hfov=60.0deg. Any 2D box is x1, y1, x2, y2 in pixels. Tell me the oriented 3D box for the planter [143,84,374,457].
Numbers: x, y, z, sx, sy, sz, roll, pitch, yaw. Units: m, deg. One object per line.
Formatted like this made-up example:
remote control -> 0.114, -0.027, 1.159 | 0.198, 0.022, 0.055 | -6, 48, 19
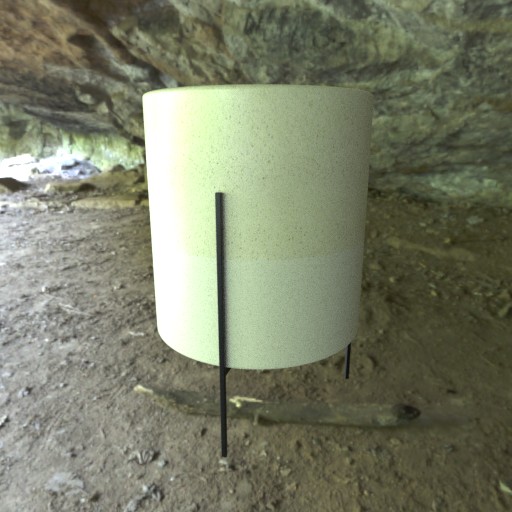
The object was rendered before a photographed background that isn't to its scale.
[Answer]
planter -> 0.000, 0.000, 0.706 | 0.324, 0.483, 0.333 | -15, 21, -42
